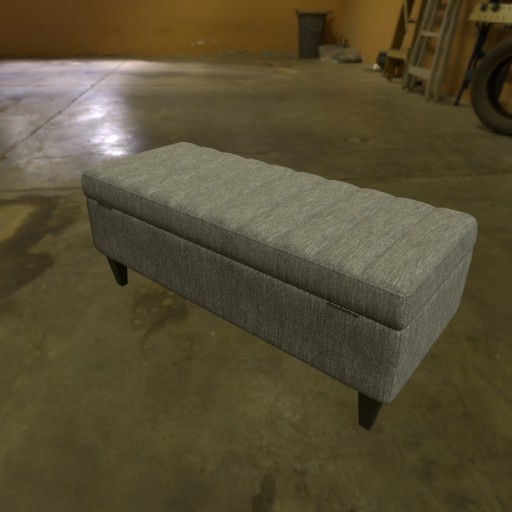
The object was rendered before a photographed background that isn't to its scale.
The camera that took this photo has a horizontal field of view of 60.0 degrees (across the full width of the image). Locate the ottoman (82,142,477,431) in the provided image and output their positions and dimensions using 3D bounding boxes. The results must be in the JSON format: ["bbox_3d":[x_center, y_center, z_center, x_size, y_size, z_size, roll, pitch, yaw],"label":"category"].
[{"bbox_3d":[0.000,0.000,1.417,1.151,0.469,0.482,22,37,34],"label":"ottoman"}]
